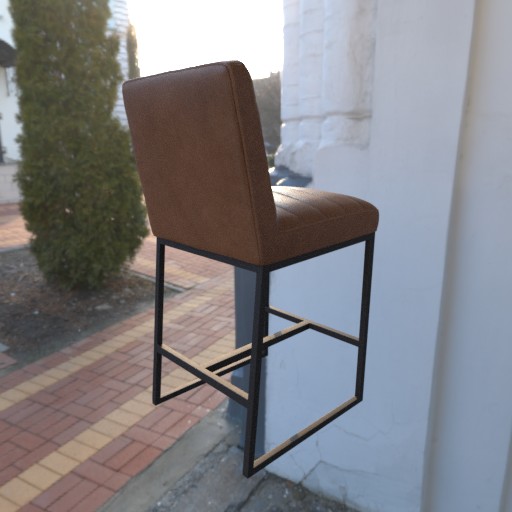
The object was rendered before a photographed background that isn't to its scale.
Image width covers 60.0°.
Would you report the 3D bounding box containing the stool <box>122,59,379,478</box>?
[{"bbox_3d":[0.000,0.000,1.255,0.556,0.940,0.458,-13,19,-42],"label":"stool"}]
